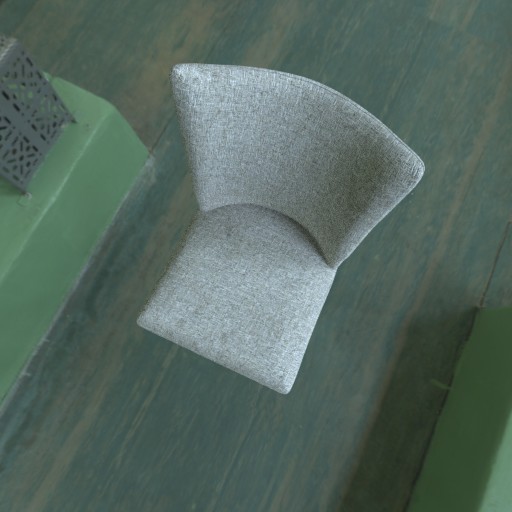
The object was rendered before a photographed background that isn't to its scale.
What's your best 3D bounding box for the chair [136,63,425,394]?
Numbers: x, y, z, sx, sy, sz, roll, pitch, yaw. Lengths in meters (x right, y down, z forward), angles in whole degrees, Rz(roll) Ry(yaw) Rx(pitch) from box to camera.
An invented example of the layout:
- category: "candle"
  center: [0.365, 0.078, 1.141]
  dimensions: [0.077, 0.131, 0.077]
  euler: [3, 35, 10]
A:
- category: "chair"
  center: [0.000, 0.000, 1.253]
  dimensions: [0.535, 0.924, 0.623]
  euler: [24, 77, 6]
